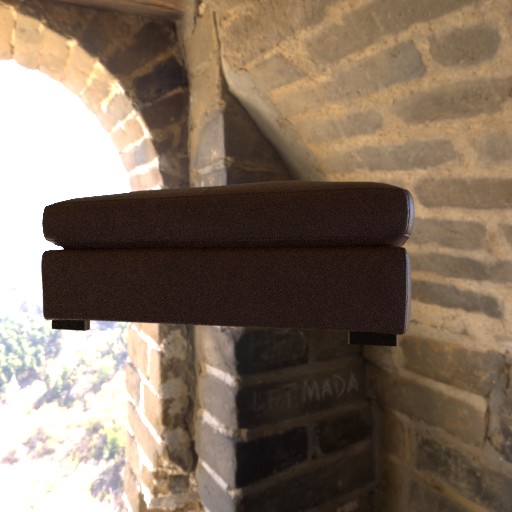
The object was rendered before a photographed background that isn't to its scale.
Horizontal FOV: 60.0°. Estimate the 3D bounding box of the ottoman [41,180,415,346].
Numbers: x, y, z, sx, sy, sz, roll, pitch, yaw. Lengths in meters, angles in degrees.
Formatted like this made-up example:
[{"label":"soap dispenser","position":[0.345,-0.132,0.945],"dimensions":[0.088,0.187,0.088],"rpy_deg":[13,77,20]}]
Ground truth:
[{"label":"ottoman","position":[0.000,0.000,1.815],"dimensions":[1.168,0.490,1.168],"rpy_deg":[0,-1,16]}]
